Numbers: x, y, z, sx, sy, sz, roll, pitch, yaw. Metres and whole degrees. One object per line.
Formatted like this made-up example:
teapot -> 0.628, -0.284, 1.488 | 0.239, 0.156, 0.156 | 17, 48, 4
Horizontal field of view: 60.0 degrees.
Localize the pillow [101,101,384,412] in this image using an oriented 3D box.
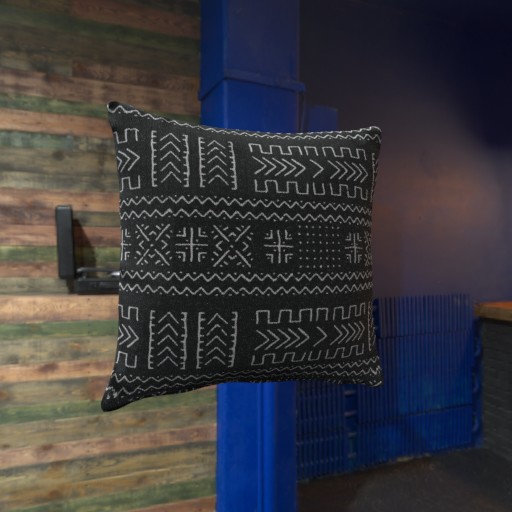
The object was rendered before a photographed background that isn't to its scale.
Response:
pillow -> 0.000, 0.000, 0.666 | 0.438, 0.430, 0.164 | 0, -1, -18
